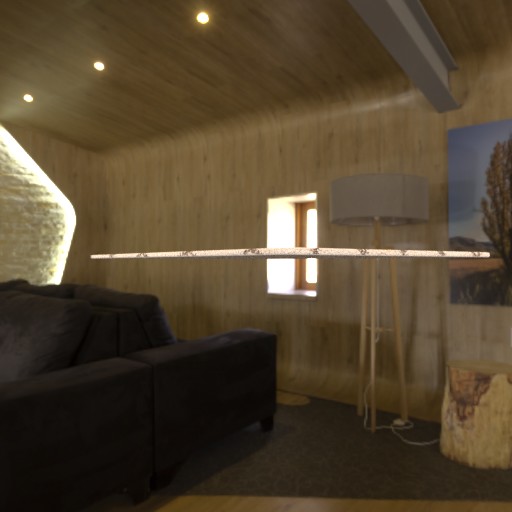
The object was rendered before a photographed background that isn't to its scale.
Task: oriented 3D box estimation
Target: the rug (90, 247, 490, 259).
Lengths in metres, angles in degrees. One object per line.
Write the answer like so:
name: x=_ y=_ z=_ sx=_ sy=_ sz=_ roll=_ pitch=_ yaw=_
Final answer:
rug: x=0.000 y=0.000 z=3.044 sx=1.524 sy=0.030 sz=2.438 roll=1 pitch=-1 yaw=-37
